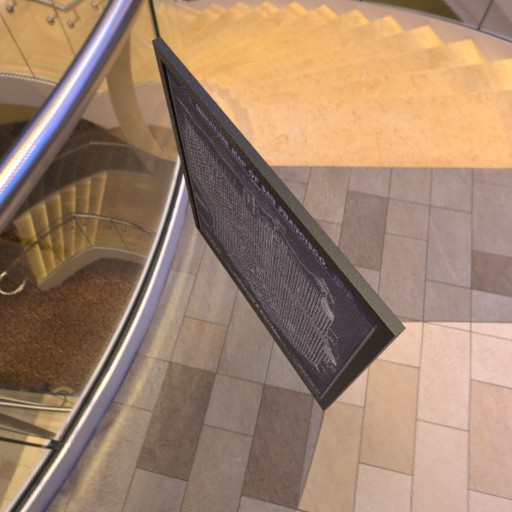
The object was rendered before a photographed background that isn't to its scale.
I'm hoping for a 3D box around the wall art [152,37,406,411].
[{"bbox_3d":[0.000,0.000,1.192,0.022,0.807,0.807,-30,67,-14],"label":"wall art"}]
